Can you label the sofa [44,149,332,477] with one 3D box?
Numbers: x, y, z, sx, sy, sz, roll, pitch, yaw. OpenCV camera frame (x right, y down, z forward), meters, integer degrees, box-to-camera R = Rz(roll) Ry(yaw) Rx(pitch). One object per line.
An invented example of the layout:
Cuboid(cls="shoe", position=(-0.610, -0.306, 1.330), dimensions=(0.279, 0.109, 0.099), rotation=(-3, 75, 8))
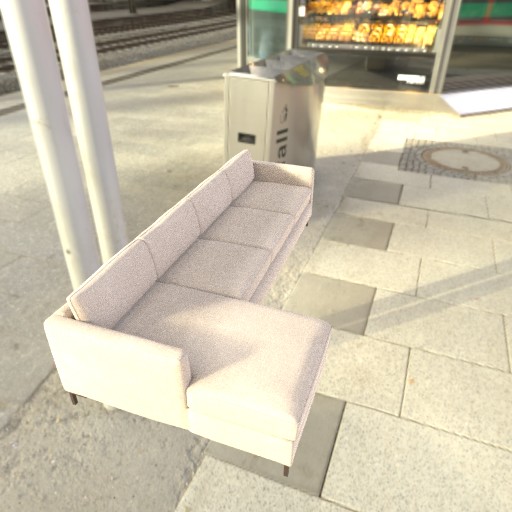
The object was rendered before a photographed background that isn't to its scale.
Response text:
Cuboid(cls="sofa", position=(0.000, 0.000, 3.471), dimensions=(1.469, 0.816, 2.923), rotation=(10, 33, 17))
